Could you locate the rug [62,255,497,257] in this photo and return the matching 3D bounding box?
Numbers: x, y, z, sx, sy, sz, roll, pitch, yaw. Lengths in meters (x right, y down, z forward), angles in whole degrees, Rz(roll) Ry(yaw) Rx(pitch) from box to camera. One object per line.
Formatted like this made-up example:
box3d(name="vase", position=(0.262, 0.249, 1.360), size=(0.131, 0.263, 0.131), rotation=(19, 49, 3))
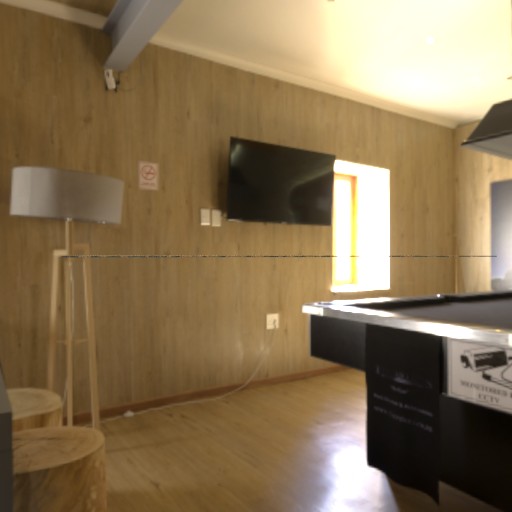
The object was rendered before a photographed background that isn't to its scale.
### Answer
box3d(name="rug", position=(0.000, 0.000, 4.016), size=(3.007, 0.007, 2.435), rotation=(0, 0, -18))
